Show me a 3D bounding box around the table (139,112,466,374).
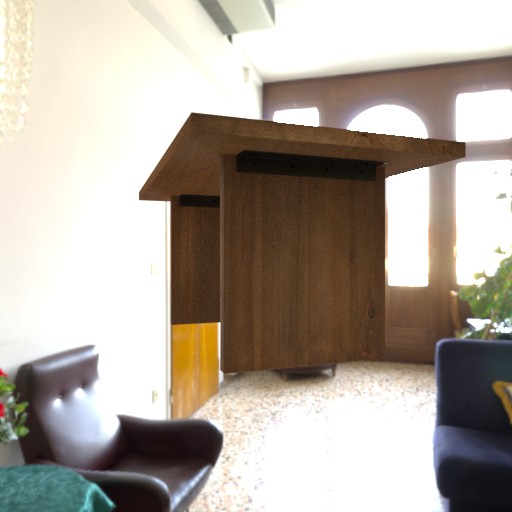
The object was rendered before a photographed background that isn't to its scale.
[{"bbox_3d":[0.000,0.000,2.112,0.946,0.780,1.609,0,0,-20],"label":"table"}]
